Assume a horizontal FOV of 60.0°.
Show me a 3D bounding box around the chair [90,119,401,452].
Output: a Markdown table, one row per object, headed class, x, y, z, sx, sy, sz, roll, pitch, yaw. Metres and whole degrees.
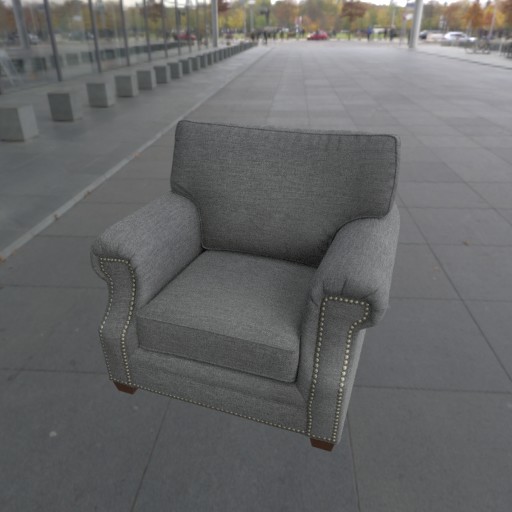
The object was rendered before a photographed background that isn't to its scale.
| class | x | y | z | sx | sy | sz | roll | pitch | yaw |
| --- | --- | --- | --- | --- | --- | --- | --- | --- | --- |
| chair | 0.000 | 0.000 | 1.832 | 1.092 | 0.961 | 0.965 | 9 | 28 | 18 |
